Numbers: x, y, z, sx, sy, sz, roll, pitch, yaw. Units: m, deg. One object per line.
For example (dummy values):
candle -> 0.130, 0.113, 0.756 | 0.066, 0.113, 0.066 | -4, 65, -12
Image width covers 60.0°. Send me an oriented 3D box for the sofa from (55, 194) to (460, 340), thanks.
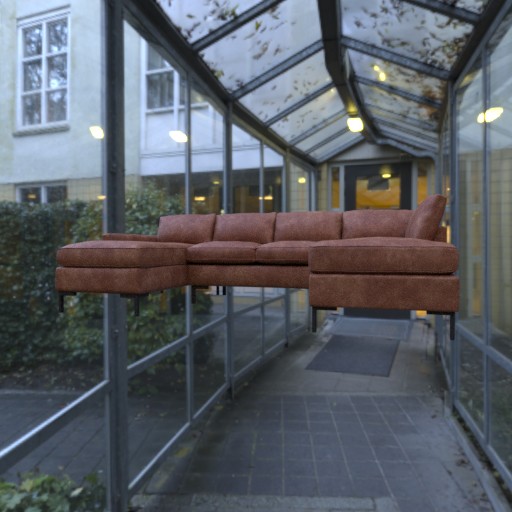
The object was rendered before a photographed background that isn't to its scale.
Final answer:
sofa -> 0.000, 0.000, 3.789 | 2.956, 0.900, 1.939 | 0, 1, 17
